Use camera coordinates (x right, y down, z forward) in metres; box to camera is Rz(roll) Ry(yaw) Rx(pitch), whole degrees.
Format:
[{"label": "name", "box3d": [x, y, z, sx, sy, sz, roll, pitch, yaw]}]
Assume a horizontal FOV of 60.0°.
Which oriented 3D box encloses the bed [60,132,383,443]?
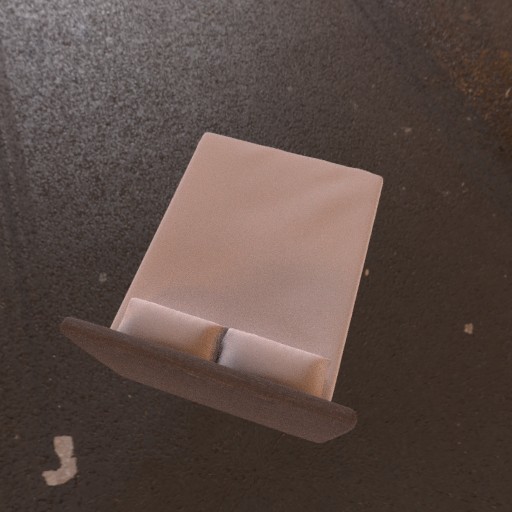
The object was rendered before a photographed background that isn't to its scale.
[{"label": "bed", "box3d": [0.000, 0.000, 3.308, 1.723, 1.330, 2.142, 16, 65, 8]}]
